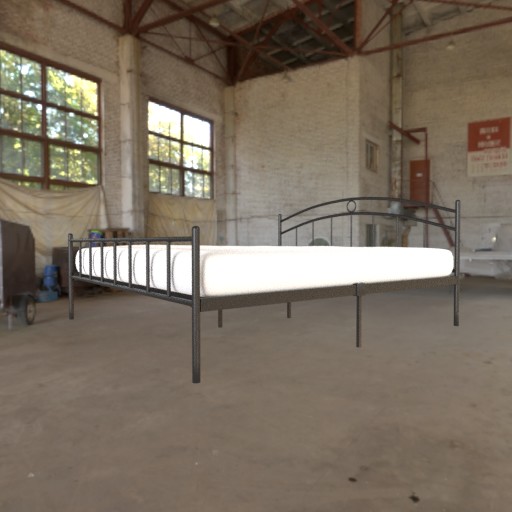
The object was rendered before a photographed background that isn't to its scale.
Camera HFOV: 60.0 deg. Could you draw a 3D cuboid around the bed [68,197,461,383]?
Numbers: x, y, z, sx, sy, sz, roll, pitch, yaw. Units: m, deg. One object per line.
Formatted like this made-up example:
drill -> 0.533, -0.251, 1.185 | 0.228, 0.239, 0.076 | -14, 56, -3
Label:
bed -> 0.000, 0.000, 3.120 | 2.040, 0.940, 1.880 | -1, 2, -37
